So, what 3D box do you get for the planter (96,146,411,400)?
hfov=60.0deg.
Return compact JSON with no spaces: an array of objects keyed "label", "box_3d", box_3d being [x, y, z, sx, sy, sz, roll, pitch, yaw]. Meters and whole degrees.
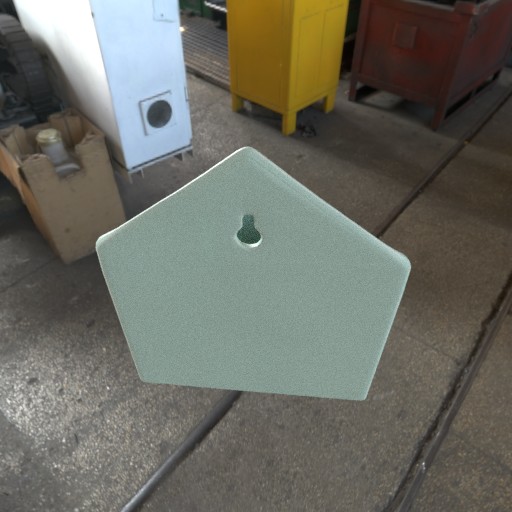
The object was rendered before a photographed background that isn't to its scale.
[{"label":"planter","box_3d":[0.000,0.000,0.278,0.164,0.197,0.079,4,45,4]}]
